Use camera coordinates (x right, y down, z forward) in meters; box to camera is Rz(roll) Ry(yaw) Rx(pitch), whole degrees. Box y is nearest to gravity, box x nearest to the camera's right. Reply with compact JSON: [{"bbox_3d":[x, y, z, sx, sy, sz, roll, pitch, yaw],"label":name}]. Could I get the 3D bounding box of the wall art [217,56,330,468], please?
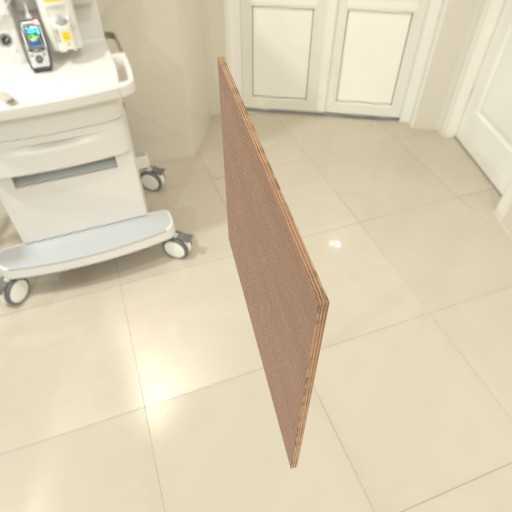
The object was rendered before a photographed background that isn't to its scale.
[{"bbox_3d":[0.000,0.000,0.690,0.010,0.408,0.508,-10,47,-9],"label":"wall art"}]
